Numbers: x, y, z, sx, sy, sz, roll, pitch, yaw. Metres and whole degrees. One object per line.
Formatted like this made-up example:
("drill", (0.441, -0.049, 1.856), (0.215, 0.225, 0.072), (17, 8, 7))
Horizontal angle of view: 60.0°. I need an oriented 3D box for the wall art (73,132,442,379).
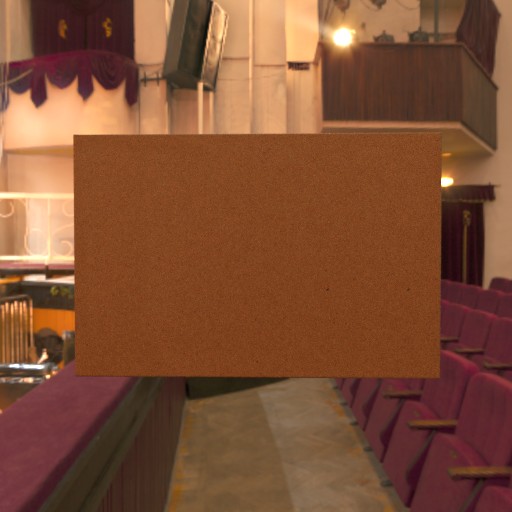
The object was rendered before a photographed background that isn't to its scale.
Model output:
("wall art", (0.000, 0.000, 0.753), (0.615, 0.410, 0.021), (0, 1, 1))
